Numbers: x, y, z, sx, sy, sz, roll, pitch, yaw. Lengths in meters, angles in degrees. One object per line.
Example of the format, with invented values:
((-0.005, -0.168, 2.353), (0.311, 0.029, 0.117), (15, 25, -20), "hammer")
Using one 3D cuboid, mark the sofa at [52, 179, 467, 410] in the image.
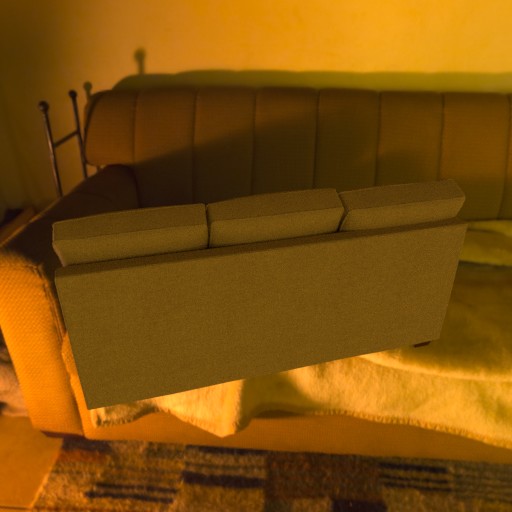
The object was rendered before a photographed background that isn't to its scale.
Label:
((0.000, 0.000, 2.729), (2.092, 1.036, 1.127), (-8, 29, -14), "sofa")
